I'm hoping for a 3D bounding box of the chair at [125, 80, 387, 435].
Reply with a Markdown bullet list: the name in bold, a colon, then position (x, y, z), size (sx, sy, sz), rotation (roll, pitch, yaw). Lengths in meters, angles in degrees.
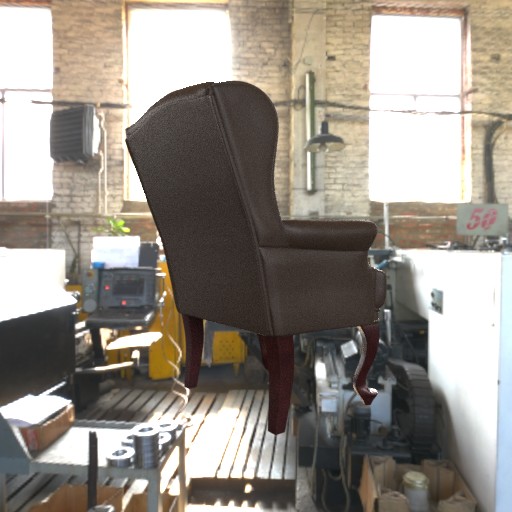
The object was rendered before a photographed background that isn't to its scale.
- **chair**: position (0.000, 0.000, 1.735), size (0.819, 1.132, 0.829), rotation (-1, 2, -37)
